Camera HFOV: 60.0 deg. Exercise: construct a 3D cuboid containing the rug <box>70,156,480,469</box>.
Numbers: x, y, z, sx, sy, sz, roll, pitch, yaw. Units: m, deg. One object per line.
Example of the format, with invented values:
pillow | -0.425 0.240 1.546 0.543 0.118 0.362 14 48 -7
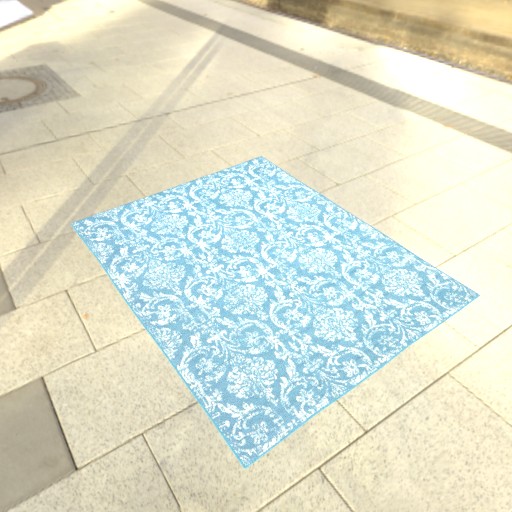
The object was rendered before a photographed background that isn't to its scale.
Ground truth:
rug | 0.000 0.000 4.000 2.363 0.012 2.980 -26 47 -27
